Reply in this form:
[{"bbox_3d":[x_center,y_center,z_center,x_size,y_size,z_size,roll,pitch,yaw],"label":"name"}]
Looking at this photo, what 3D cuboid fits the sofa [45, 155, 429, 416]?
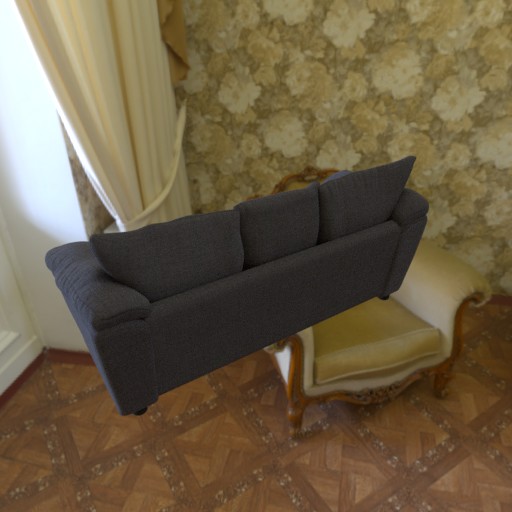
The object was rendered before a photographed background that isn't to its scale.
[{"bbox_3d":[0.000,0.000,2.837,2.336,1.080,0.883,-18,35,-28],"label":"sofa"}]
